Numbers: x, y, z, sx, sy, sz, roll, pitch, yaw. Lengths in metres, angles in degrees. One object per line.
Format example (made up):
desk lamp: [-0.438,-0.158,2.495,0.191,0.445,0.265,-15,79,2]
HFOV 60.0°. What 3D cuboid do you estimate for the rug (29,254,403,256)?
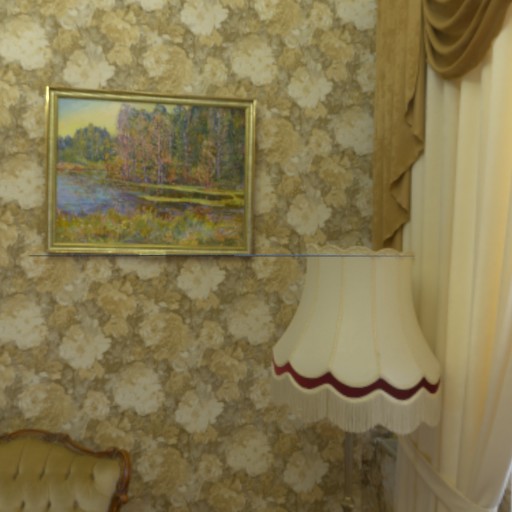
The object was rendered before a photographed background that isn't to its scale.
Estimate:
rug: [0.000,0.000,3.136,1.525,0.007,2.440,0,0,35]
